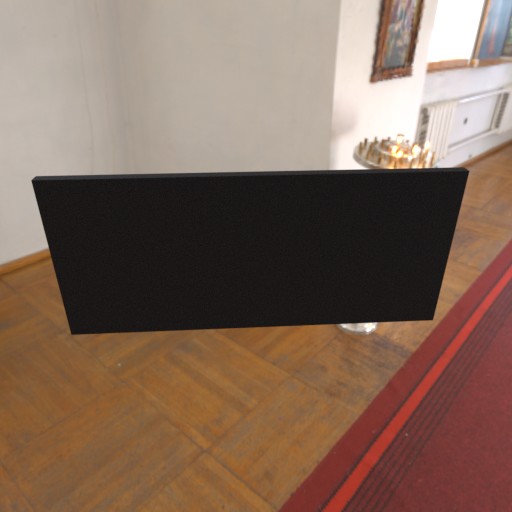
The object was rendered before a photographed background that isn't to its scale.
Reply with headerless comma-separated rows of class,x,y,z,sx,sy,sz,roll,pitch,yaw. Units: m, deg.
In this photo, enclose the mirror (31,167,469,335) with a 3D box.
mirror,0.000,0.000,1.787,1.584,0.692,0.047,-2,29,-3
